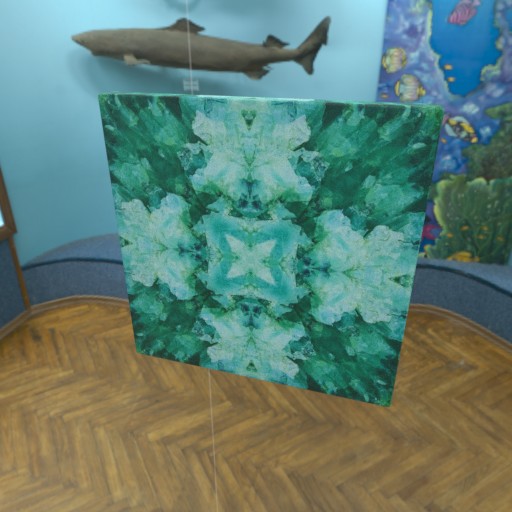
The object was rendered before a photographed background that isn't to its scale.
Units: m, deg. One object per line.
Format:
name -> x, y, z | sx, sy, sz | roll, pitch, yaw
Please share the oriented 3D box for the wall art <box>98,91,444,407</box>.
wall art -> 0.000, 0.000, 0.752 | 0.507, 0.508, 0.038 | 8, 28, 15
